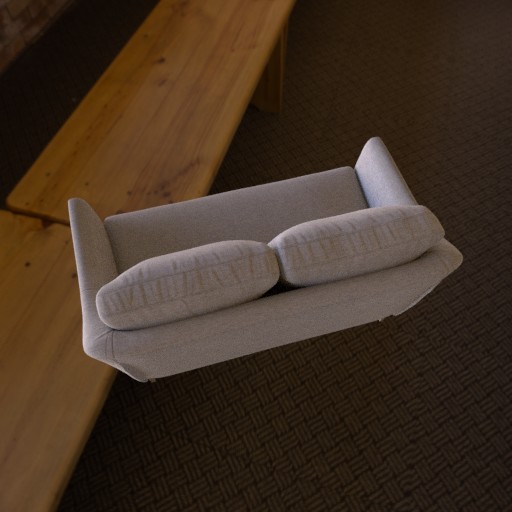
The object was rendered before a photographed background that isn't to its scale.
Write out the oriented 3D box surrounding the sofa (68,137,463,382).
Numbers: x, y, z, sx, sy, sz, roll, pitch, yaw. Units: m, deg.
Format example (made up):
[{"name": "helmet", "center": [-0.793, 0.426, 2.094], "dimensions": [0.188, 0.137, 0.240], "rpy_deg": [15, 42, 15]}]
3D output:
[{"name": "sofa", "center": [0.000, 0.000, 2.120], "dimensions": [1.619, 0.904, 0.960], "rpy_deg": [-13, 59, -8]}]
